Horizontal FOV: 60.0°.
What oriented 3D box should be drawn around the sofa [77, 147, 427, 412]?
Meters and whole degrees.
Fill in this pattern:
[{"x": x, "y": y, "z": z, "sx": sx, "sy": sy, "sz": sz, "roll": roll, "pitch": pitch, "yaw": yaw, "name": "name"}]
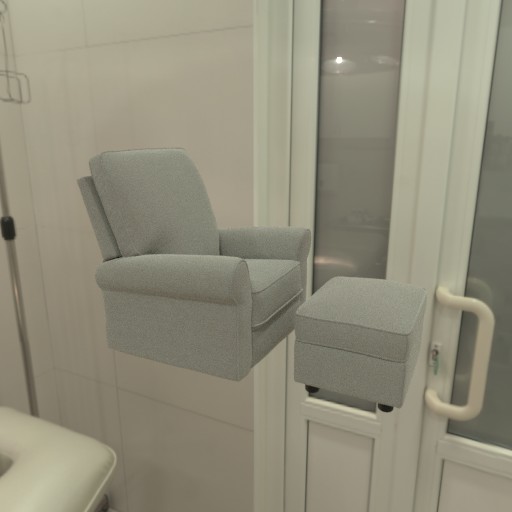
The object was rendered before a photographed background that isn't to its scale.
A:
[{"x": 0.000, "y": 0.000, "z": 2.050, "sx": 1.478, "sy": 0.959, "sz": 0.880, "roll": 7, "pitch": 16, "yaw": 26, "name": "sofa"}]
